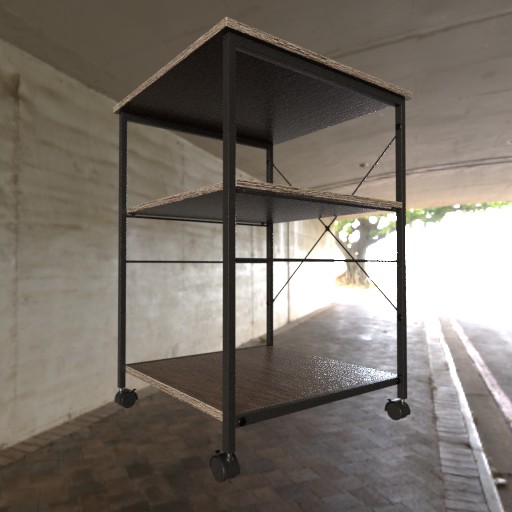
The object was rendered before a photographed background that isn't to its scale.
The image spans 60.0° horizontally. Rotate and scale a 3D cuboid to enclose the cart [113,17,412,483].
[{"bbox_3d":[0.000,0.000,1.076,0.520,0.762,0.521,1,-2,-37],"label":"cart"}]
